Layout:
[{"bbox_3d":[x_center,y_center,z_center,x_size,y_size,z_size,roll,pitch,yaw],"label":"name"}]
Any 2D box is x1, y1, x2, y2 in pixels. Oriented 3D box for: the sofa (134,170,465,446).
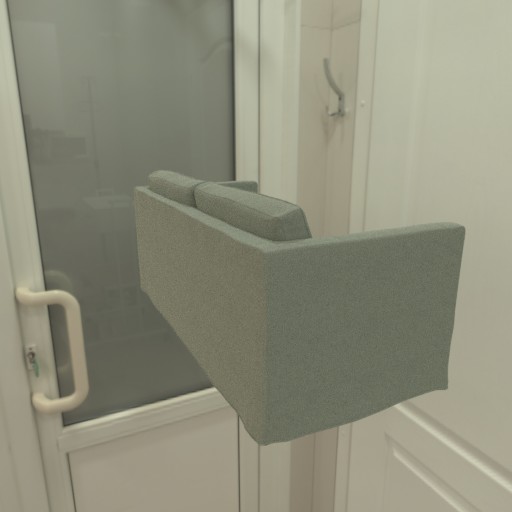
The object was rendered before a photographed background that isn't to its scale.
[{"bbox_3d":[0.000,0.000,2.484,0.940,0.870,1.987,-8,17,-26],"label":"sofa"}]
